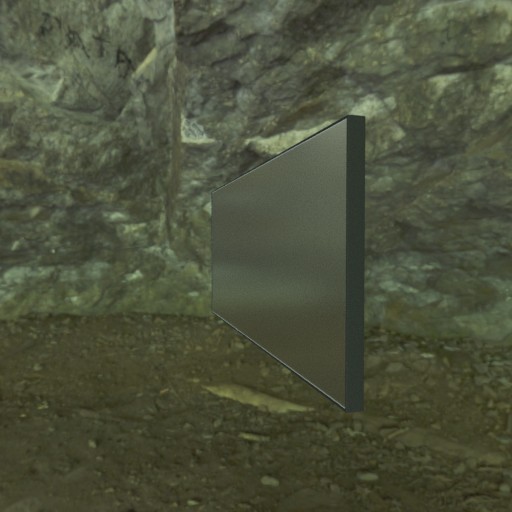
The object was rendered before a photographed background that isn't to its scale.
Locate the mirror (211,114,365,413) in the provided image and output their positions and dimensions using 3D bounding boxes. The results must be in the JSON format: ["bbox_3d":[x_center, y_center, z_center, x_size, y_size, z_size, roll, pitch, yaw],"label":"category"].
[{"bbox_3d":[0.000,0.000,1.788,0.047,0.692,1.584,0,2,-17],"label":"mirror"}]
